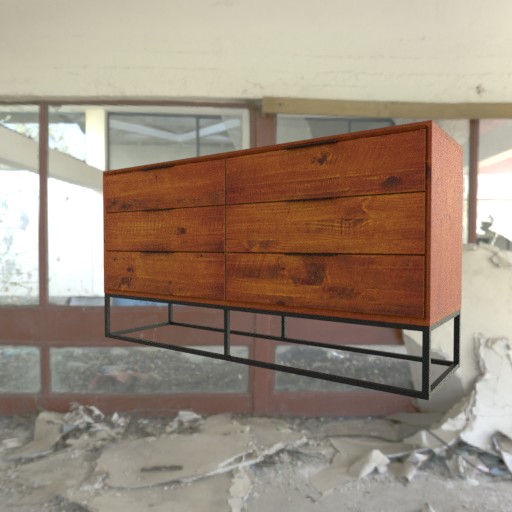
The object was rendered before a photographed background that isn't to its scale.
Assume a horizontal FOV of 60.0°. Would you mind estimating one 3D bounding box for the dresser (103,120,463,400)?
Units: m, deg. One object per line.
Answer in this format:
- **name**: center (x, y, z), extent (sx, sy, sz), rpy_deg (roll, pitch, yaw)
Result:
- **dresser**: center (0.000, 0.000, 1.893), extent (1.536, 0.810, 0.464), rpy_deg (1, 2, 36)
